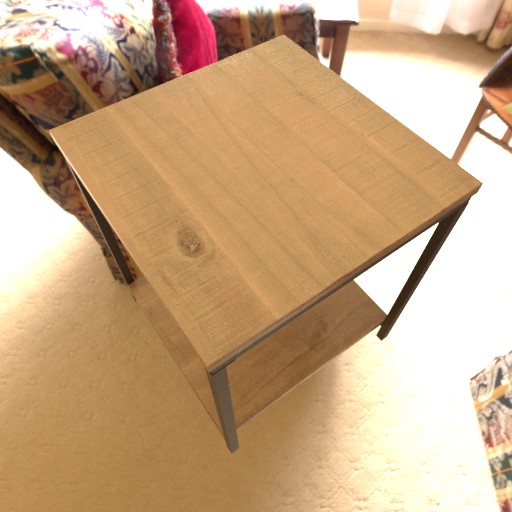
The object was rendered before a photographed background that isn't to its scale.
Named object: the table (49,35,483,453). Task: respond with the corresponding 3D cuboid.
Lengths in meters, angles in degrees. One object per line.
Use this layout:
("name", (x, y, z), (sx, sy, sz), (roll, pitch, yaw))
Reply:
("table", (0.000, 0.000, 0.964), (0.503, 0.589, 0.507), (-31, 62, -19))
